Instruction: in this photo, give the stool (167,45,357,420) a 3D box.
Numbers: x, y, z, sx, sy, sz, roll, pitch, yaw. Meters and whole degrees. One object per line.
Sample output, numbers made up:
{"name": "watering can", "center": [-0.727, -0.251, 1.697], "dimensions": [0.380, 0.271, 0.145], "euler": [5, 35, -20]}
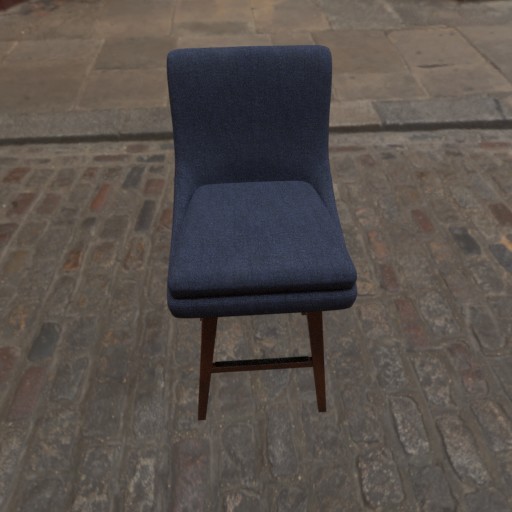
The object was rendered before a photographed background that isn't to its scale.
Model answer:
{"name": "stool", "center": [0.000, 0.000, 1.379], "dimensions": [0.489, 1.068, 0.572], "euler": [-3, 46, -3]}
